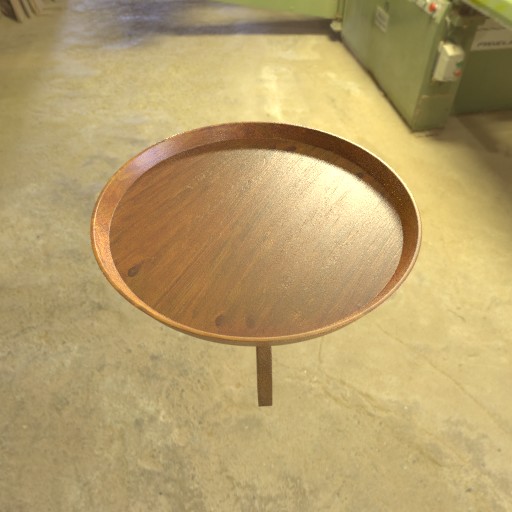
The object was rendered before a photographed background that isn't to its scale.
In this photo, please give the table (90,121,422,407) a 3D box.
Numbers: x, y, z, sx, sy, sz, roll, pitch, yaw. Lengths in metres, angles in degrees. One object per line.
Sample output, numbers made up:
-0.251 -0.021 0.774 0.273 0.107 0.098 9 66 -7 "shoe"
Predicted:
0.000 0.000 1.537 1.016 0.470 1.016 0 45 0 "table"
